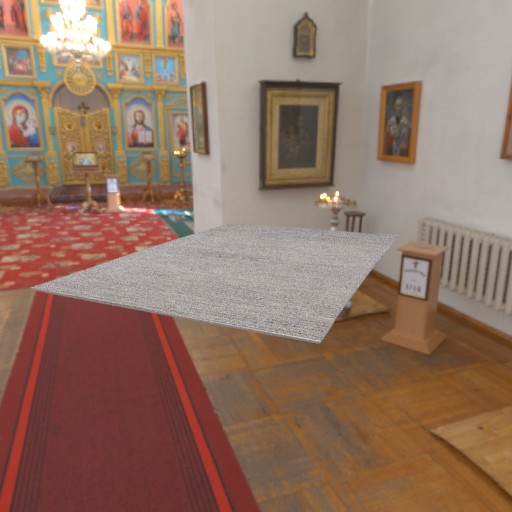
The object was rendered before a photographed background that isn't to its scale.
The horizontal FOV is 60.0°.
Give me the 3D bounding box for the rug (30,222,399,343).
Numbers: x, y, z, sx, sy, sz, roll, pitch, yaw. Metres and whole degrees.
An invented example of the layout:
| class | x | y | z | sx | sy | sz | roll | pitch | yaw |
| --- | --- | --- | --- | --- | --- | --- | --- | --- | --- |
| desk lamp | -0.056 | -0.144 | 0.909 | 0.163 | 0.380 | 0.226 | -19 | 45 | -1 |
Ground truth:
| class | x | y | z | sx | sy | sz | roll | pitch | yaw |
| --- | --- | --- | --- | --- | --- | --- | --- | --- | --- |
| rug | 0.000 | 0.000 | 3.046 | 1.604 | 0.030 | 2.307 | 6 | 15 | 24 |
